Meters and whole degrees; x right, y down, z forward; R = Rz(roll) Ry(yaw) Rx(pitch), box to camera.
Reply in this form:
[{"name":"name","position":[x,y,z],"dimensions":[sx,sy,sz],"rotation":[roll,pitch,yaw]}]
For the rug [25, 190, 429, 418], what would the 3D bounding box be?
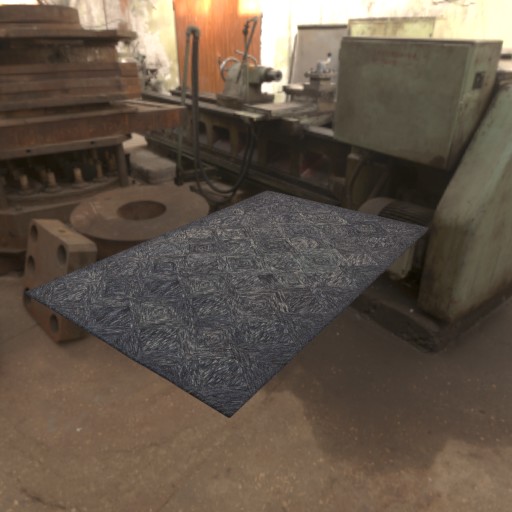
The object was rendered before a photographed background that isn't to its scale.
[{"name":"rug","position":[0.000,0.000,2.196],"dimensions":[1.139,0.010,1.754],"rotation":[19,32,33]}]
